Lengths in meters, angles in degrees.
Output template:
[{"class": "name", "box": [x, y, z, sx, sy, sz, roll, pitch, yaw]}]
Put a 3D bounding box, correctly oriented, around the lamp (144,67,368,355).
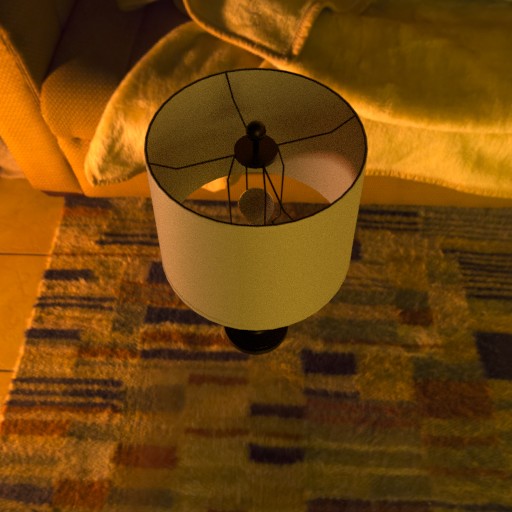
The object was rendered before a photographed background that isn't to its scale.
[{"class": "lamp", "box": [0.000, 0.000, 0.947, 0.383, 0.726, 0.383, 0, 58, 0]}]
